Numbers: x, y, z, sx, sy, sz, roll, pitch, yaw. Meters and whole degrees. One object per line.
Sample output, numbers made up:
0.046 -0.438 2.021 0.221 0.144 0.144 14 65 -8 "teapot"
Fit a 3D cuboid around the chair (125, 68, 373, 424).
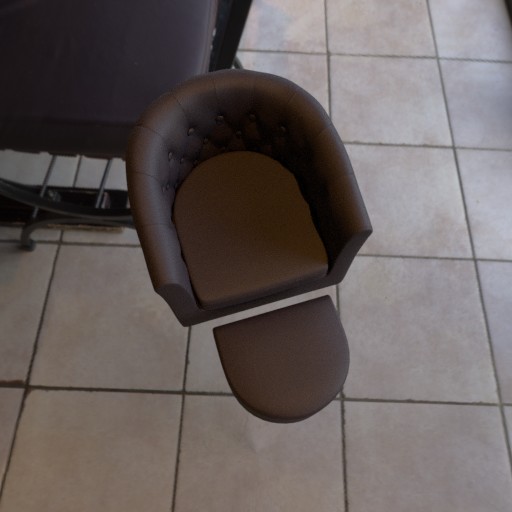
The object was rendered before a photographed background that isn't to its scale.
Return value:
0.000 0.000 1.675 0.763 0.760 1.191 -15 67 -7 "chair"
